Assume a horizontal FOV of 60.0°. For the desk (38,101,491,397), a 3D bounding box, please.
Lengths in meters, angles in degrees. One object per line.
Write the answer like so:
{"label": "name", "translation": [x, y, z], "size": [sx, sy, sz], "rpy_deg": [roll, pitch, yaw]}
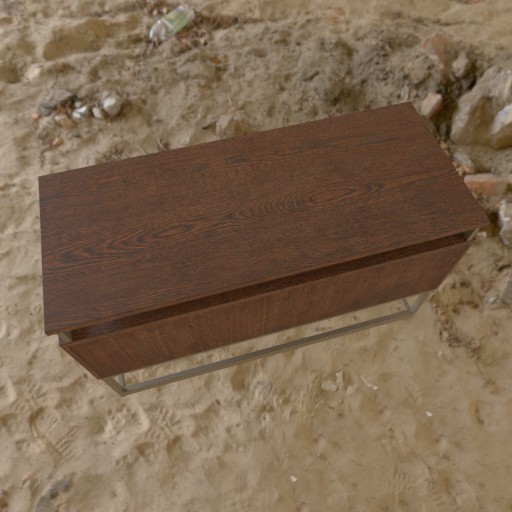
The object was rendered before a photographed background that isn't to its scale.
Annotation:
{"label": "desk", "translation": [0.000, 0.000, 1.807], "size": [1.384, 0.792, 0.610], "rpy_deg": [-14, 60, -8]}
